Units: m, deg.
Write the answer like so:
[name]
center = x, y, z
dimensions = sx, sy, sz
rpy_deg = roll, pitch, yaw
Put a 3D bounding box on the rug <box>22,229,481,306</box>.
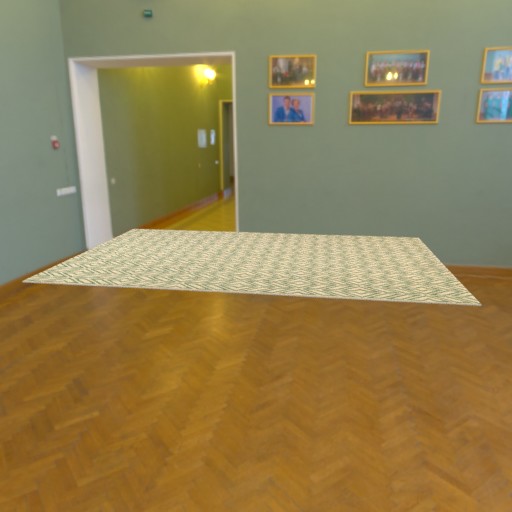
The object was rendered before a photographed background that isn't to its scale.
[rug]
center = 0.000, 0.000, 3.041
dimensions = 2.435, 0.011, 1.517
rpy_deg = 2, 15, 8
